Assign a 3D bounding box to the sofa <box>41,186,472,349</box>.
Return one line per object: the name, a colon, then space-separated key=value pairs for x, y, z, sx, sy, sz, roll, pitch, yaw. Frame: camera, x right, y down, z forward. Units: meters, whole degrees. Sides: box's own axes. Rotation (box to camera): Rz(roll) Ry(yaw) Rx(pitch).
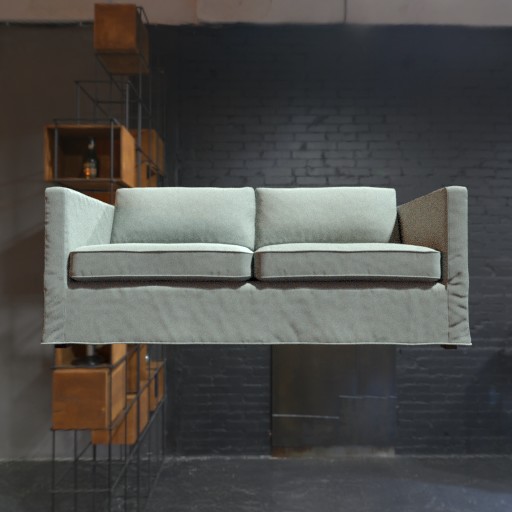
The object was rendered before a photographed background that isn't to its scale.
sofa: x=0.000 y=0.000 z=2.477 sx=1.987 sy=0.870 sz=0.940 roll=0 pitch=-1 yaw=1
